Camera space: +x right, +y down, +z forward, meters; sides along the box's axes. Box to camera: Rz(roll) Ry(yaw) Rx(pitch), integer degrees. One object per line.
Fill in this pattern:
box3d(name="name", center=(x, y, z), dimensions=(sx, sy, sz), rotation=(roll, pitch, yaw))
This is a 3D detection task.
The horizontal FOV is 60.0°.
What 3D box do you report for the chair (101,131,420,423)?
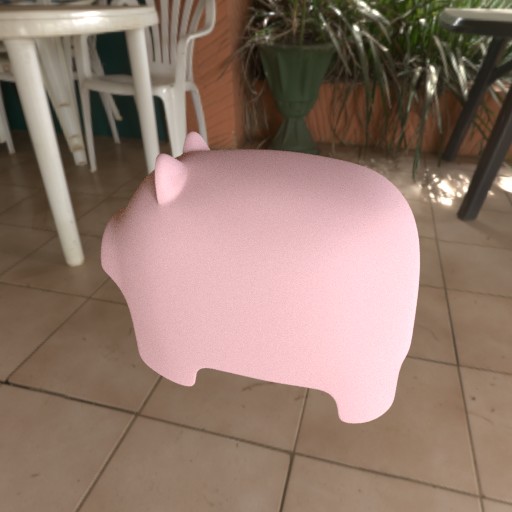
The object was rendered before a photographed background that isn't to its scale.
box3d(name="chair", center=(0.000, 0.000, 0.857), dimensions=(0.619, 0.423, 0.364), rotation=(7, 32, 12))
